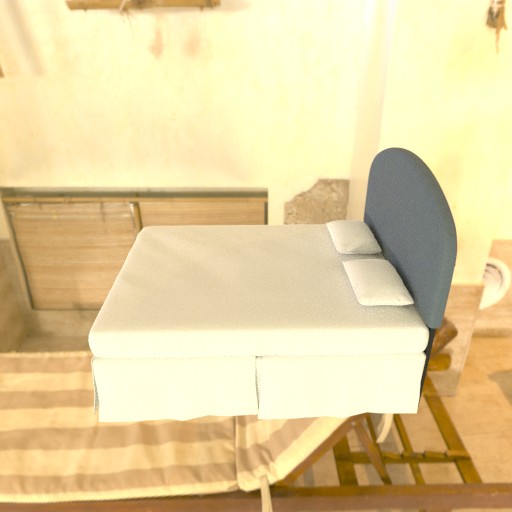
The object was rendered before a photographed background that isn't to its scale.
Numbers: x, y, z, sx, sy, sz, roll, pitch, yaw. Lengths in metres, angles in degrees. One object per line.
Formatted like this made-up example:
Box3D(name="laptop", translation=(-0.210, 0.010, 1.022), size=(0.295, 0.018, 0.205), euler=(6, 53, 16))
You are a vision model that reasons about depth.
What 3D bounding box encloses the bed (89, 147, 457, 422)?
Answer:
Box3D(name="bed", translation=(0.000, 0.000, 3.054), size=(2.005, 1.410, 1.607), euler=(-1, 27, -1))
